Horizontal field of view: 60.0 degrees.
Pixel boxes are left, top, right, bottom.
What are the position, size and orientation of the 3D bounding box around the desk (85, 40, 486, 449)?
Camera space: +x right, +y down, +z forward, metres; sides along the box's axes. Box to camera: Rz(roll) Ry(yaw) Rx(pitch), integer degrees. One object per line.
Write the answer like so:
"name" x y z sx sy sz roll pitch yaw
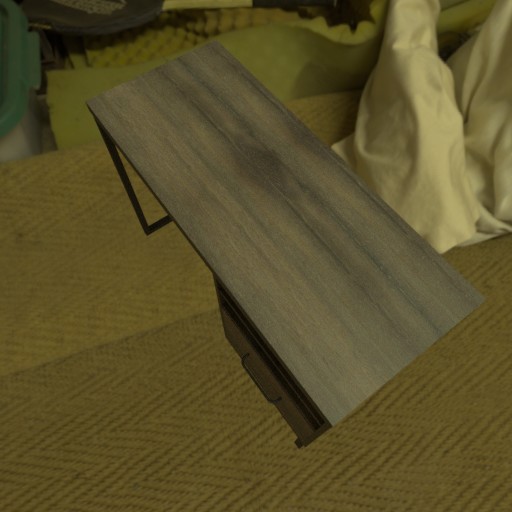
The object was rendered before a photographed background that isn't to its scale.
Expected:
"desk" 0.000 0.000 1.510 0.511 0.752 1.134 -33 67 -16
